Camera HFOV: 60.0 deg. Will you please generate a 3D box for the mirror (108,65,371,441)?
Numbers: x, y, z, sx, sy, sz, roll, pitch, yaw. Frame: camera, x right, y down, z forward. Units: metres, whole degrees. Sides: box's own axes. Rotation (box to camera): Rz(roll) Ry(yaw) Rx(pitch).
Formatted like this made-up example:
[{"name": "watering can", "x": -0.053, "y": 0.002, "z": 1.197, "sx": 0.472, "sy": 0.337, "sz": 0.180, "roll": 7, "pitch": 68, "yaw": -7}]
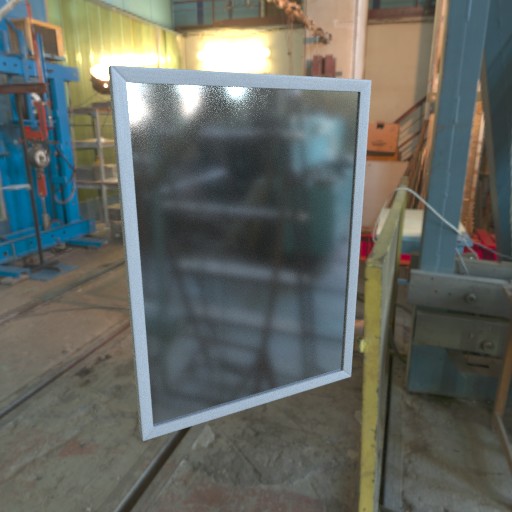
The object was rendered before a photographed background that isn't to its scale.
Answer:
[{"name": "mirror", "x": 0.000, "y": 0.000, "z": 1.333, "sx": 0.762, "sy": 1.016, "sz": 0.040, "roll": -8, "pitch": 18, "yaw": -26}]
